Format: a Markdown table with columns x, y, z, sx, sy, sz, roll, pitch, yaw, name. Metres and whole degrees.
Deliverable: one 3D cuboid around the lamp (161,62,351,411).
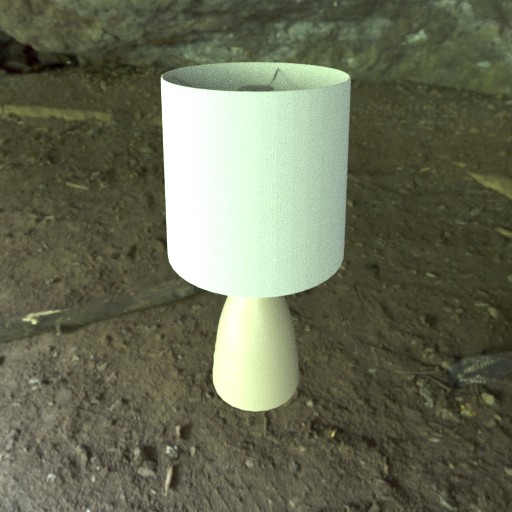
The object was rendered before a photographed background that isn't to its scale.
| x | y | z | sx | sy | sz | roll | pitch | yaw | name |
| --- | --- | --- | --- | --- | --- | --- | --- | --- | --- |
| 0.000 | 0.000 | 0.482 | 0.186 | 0.369 | 0.186 | 0 | 30 | 0 | lamp |
